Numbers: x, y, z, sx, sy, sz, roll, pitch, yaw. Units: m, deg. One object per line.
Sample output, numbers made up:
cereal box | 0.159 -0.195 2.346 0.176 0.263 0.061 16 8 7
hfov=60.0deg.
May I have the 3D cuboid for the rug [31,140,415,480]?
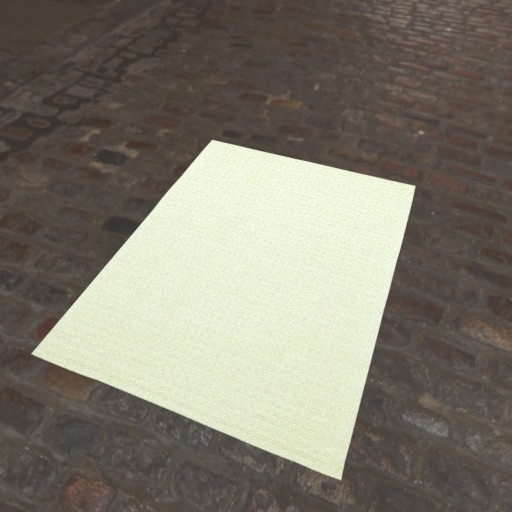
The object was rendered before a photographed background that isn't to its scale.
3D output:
rug | 0.000 0.000 4.110 2.452 0.016 3.204 16 49 15
